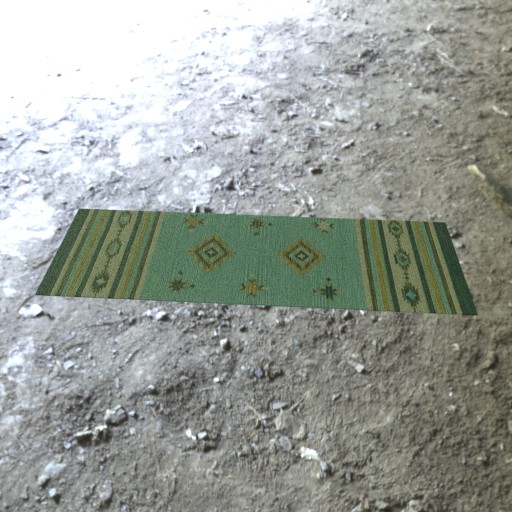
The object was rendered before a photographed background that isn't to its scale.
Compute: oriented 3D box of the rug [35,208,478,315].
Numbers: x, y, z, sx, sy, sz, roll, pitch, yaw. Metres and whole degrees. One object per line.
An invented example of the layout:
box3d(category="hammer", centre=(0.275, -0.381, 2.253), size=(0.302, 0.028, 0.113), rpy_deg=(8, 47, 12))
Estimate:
box3d(category="rug", centre=(0.000, 0.000, 2.697), size=(2.441, 0.010, 0.744), rpy_deg=(2, 46, 2))
